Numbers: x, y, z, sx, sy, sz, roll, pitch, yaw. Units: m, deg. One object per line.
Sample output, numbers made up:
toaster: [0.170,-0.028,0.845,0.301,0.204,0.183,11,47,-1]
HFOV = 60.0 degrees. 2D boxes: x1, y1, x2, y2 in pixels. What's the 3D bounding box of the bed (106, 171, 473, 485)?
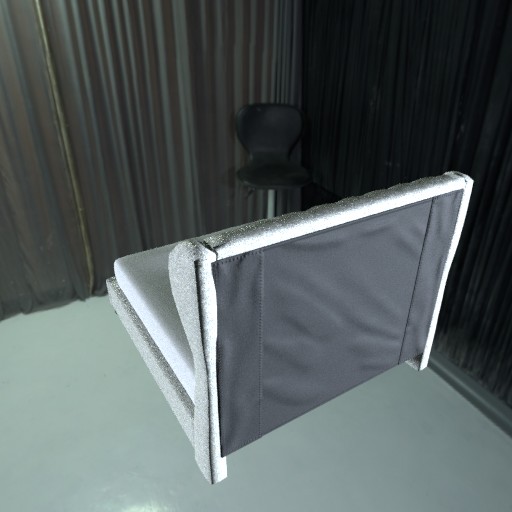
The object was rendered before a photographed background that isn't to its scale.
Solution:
bed: [0.000,0.000,3.876,2.219,1.771,2.347,-17,34,-27]
